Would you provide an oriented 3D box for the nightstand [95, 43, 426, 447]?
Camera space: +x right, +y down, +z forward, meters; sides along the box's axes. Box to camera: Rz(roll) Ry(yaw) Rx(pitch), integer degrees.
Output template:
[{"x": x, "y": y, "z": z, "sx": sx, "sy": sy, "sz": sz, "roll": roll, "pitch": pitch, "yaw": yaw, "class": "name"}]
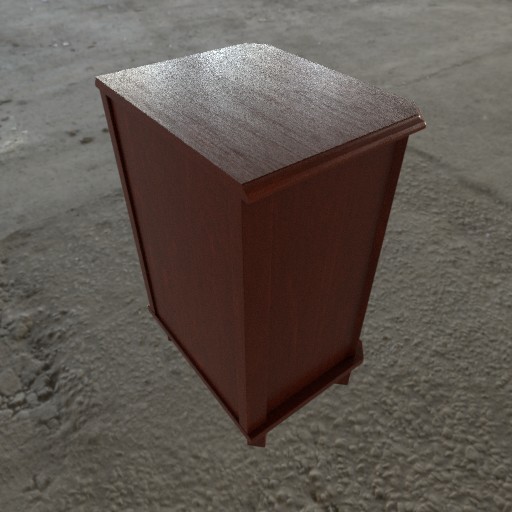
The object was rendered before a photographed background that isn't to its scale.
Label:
[{"x": 0.000, "y": 0.000, "z": 0.908, "sx": 0.351, "sy": 0.681, "sz": 0.435, "roll": -27, "pitch": 48, "yaw": -27, "class": "nightstand"}]
